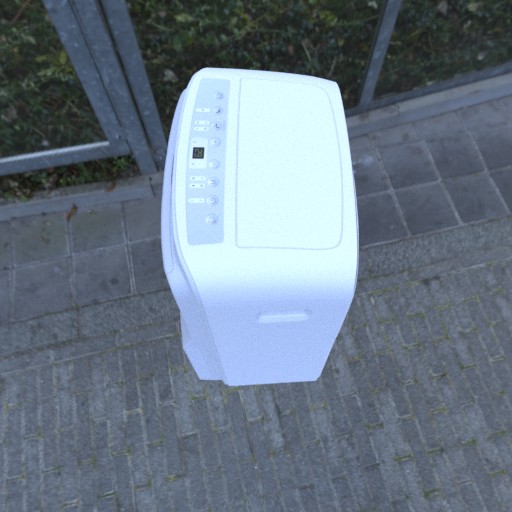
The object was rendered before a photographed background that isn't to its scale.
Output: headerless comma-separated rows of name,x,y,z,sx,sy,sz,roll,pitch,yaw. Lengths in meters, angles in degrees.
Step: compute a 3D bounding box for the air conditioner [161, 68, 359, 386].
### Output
air conditioner,0.000,0.000,0.966,0.365,0.700,0.454,0,64,0
